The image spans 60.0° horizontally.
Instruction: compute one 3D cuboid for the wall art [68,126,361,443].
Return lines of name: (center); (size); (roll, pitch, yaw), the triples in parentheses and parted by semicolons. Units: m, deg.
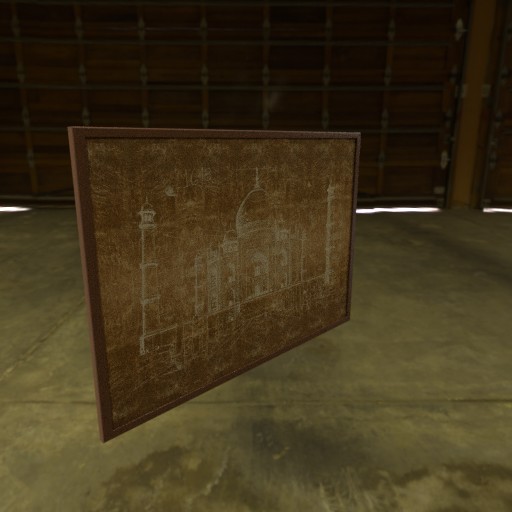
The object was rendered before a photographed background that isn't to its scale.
wall art: (0.000, 0.000, 0.836); (0.014, 0.455, 0.660); (14, 20, 43)
